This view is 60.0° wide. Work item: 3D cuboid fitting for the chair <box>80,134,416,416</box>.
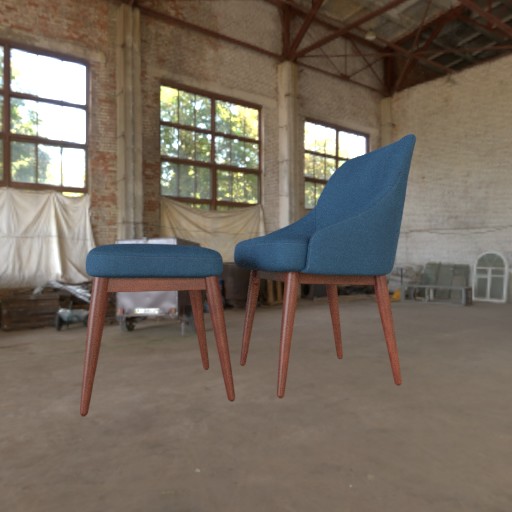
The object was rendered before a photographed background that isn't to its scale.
[{"bbox_3d":[0.000,0.000,1.547,1.114,0.866,0.584,0,0,-17],"label":"chair"}]
